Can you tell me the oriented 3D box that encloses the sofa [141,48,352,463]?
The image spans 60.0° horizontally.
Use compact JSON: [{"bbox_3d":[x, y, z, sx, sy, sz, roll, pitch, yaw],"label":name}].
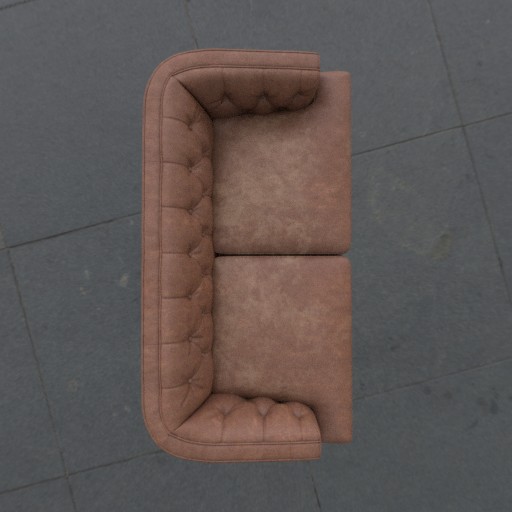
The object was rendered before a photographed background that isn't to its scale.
[{"bbox_3d":[0.000,0.000,2.147,0.914,0.786,1.755,0,89,1],"label":"sofa"}]
